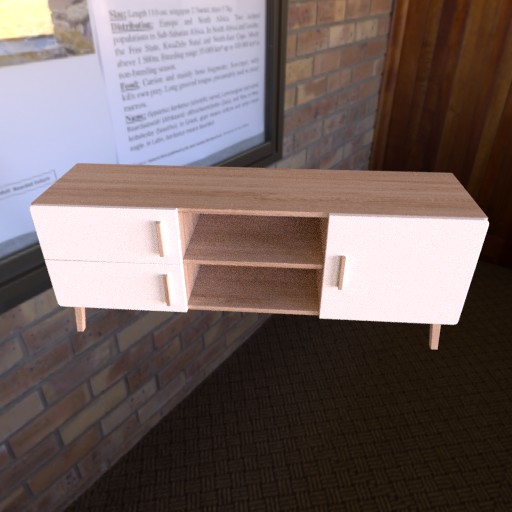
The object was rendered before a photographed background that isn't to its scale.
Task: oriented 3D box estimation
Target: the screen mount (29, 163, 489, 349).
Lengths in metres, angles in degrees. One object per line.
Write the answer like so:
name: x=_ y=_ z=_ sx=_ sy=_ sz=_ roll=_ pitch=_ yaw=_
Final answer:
screen mount: x=0.000 y=0.000 z=1.748 sx=1.500 sy=0.570 sz=0.420 roll=2 pitch=32 yaw=4
